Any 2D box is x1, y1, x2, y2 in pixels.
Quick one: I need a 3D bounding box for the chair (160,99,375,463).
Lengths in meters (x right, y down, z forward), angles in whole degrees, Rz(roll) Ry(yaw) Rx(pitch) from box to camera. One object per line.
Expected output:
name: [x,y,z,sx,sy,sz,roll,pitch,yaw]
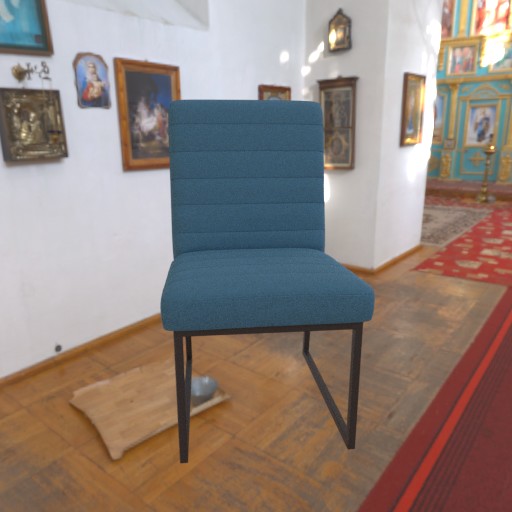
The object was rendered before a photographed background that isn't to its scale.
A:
chair: [0.000,0.000,1.331,0.520,0.930,0.634,-2,15,-7]
